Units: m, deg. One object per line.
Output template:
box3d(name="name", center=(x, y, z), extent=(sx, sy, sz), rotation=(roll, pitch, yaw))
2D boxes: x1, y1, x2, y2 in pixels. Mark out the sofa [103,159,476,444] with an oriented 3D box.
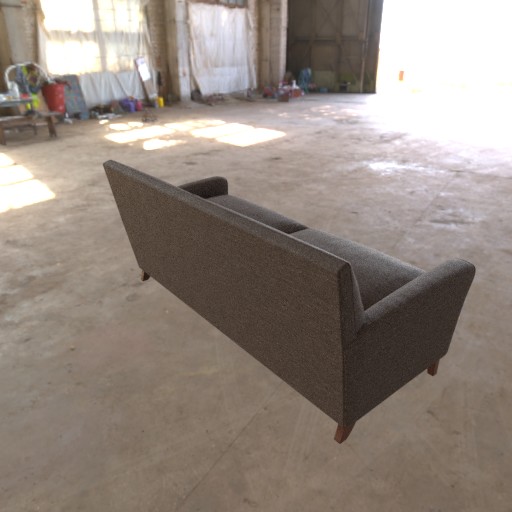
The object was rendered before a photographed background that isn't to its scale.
box3d(name="sofa", center=(0.000, 0.000, 2.430), extent=(0.875, 0.846, 1.976), rotation=(-18, 30, -35))
